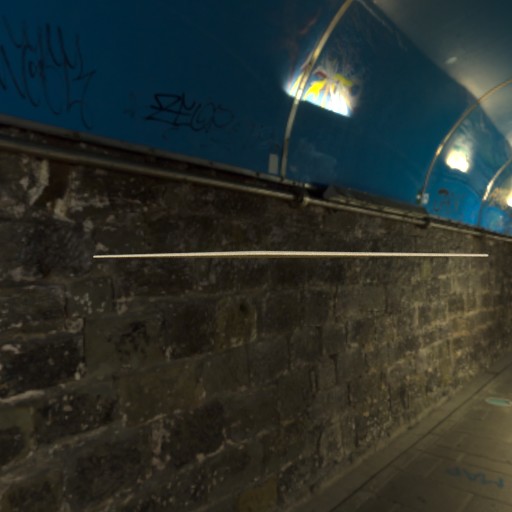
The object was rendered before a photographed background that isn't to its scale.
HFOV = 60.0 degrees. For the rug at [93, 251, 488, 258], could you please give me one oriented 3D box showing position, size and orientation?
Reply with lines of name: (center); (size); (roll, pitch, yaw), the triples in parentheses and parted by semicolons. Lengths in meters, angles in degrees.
rug: (0.000, 0.000, 2.348); (1.219, 0.010, 1.829); (0, -1, -34)
